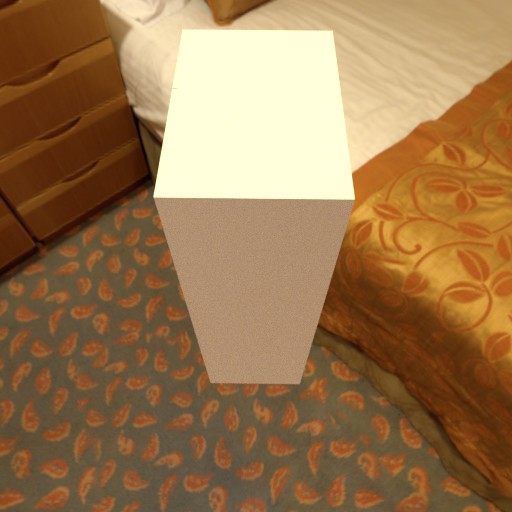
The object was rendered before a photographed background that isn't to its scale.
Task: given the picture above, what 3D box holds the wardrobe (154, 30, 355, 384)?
[{"bbox_3d":[0.000,0.000,2.414,0.600,2.040,0.860,1,58,0],"label":"wardrobe"}]
